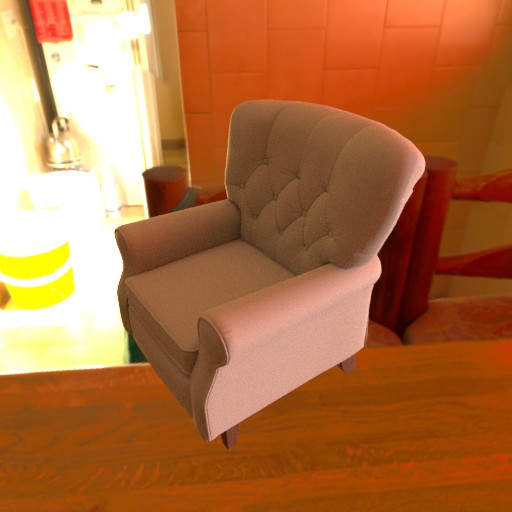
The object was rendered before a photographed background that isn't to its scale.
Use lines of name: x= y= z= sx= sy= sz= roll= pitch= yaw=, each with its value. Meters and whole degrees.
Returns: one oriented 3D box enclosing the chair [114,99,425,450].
chair: x=0.000 y=0.000 z=2.062 sx=1.128 sy=1.217 sz=1.090 roll=-21 pitch=37 yaw=-30
